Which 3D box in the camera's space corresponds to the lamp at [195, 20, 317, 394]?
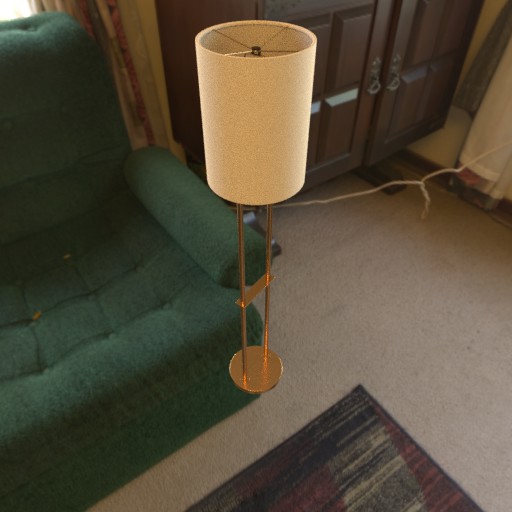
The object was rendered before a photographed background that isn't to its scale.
[{"bbox_3d":[0.000,0.000,1.627,0.305,1.500,0.306,27,49,26],"label":"lamp"}]
